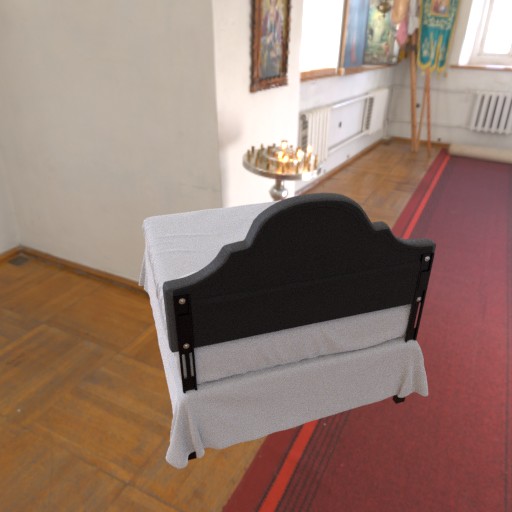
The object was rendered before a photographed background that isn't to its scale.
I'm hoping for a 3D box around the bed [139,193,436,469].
[{"bbox_3d":[0.000,0.000,3.384,1.780,1.634,2.222,-9,29,-16],"label":"bed"}]
